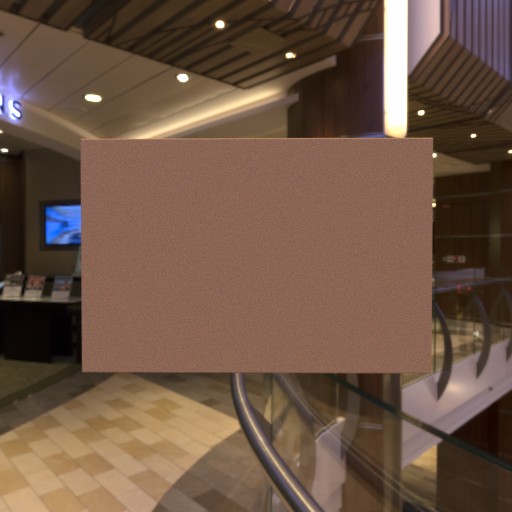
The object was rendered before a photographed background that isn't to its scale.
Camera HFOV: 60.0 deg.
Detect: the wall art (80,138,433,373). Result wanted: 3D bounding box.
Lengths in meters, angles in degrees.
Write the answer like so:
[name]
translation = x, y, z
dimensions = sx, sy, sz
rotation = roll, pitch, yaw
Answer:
[wall art]
translation = 0.000, 0.000, 0.789
dimensions = 0.609, 0.407, 0.039
rotation = 0, 1, 1
